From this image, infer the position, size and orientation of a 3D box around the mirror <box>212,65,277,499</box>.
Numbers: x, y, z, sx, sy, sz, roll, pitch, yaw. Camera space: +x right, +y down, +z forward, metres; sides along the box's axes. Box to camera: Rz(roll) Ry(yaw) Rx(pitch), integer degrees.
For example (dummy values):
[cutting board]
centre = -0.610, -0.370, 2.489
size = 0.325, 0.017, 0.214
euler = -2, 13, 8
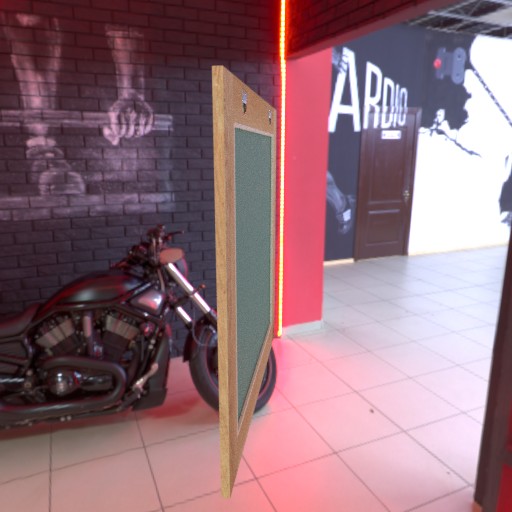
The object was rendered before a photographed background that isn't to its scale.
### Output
[mirror]
centre = 0.000, 0.000, 1.171
size = 0.020, 0.800, 0.800
euler = 2, 14, 8
